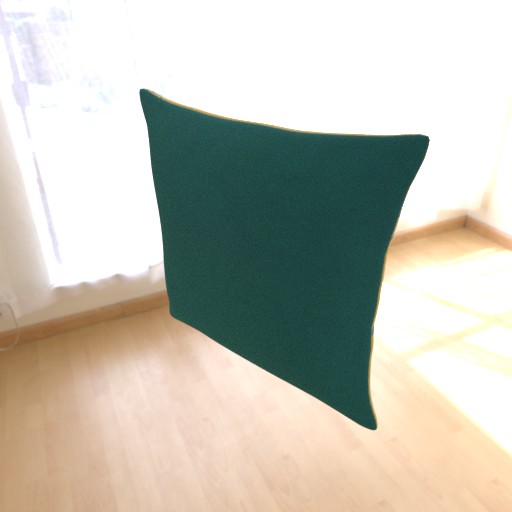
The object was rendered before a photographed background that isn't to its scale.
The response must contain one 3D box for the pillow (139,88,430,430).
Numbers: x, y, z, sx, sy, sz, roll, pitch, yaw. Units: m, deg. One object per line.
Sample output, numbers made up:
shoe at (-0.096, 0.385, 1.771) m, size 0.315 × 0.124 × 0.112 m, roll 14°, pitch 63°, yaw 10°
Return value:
pillow at (0.000, 0.000, 0.777) m, size 0.525 × 0.508 × 0.166 m, roll 22°, pitch 36°, yaw 33°
